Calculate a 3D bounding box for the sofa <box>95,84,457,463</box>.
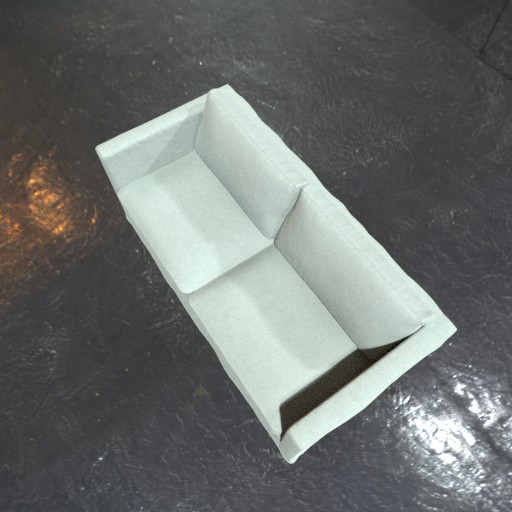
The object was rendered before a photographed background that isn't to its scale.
[{"bbox_3d":[0.000,0.000,2.551,0.940,0.870,1.987,-31,67,-15],"label":"sofa"}]
